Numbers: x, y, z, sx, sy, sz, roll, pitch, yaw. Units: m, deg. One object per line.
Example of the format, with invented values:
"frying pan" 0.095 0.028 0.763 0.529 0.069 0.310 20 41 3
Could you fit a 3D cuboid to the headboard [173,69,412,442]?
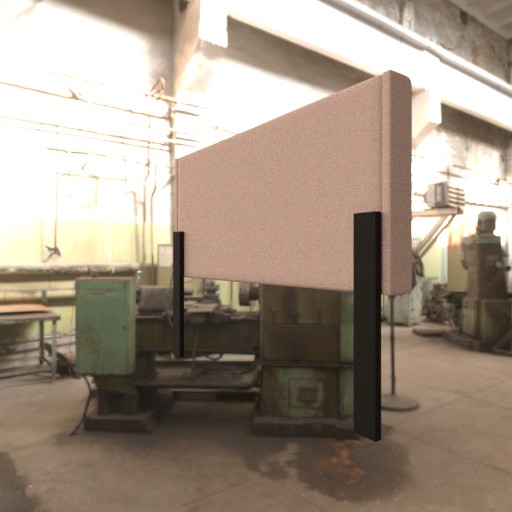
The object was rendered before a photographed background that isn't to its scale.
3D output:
"headboard" 0.000 0.000 2.669 0.184 1.524 2.051 0 0 -35
